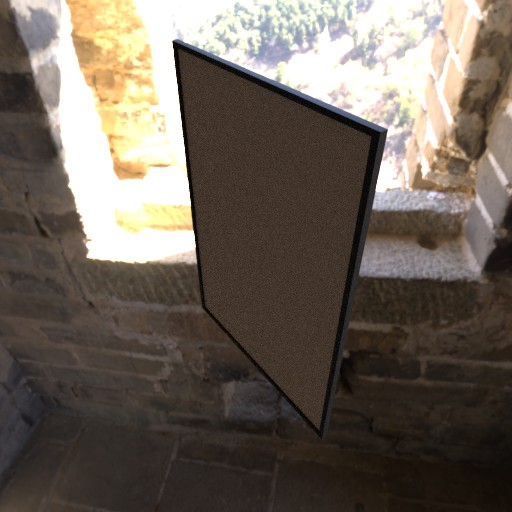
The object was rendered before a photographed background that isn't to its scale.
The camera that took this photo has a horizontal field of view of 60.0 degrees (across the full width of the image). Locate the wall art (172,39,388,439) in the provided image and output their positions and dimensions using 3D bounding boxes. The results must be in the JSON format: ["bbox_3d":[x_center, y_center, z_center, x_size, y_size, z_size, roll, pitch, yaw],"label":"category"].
[{"bbox_3d":[0.000,0.000,0.831,0.013,0.660,0.460,-26,46,-28],"label":"wall art"}]
